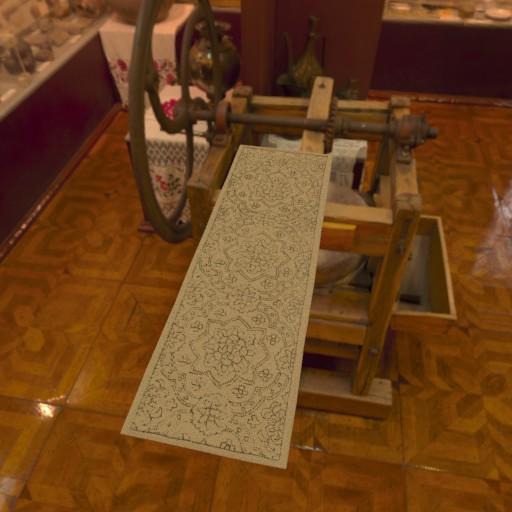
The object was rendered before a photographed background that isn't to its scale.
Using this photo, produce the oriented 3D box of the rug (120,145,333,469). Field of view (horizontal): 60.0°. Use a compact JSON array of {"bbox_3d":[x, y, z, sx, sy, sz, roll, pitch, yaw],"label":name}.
[{"bbox_3d":[0.000,0.000,2.790,0.769,0.012,2.448,8,47,8],"label":"rug"}]
